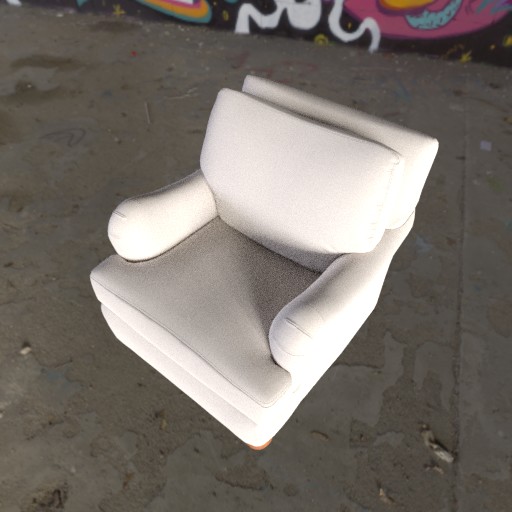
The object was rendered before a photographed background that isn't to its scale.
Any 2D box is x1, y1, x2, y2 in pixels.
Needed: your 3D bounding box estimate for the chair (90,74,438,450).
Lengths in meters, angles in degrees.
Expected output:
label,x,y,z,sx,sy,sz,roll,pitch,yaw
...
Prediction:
label,x,y,z,sx,sy,sz,roll,pitch,yaw
chair,0.000,0.000,1.840,0.955,1.038,1.070,30,53,26
